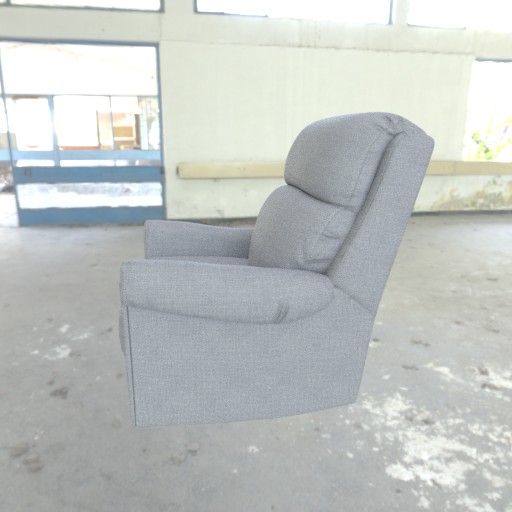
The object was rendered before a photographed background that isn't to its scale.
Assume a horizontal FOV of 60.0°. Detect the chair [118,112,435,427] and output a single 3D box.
[{"bbox_3d":[0.000,0.000,1.736,1.014,1.054,0.838,-2,15,-8],"label":"chair"}]
